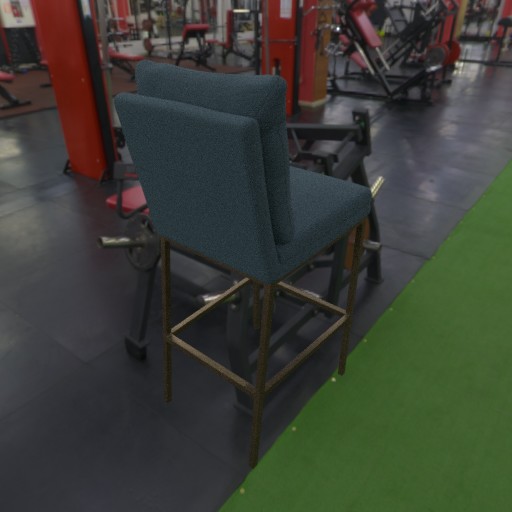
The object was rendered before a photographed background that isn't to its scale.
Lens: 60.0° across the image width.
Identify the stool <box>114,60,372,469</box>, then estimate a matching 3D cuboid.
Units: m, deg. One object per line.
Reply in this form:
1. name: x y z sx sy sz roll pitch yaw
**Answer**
1. stool: 0.000 0.000 1.370 0.463 1.124 0.568 23 37 33
